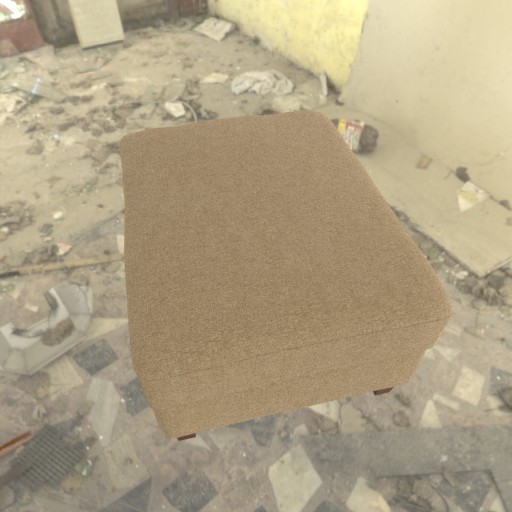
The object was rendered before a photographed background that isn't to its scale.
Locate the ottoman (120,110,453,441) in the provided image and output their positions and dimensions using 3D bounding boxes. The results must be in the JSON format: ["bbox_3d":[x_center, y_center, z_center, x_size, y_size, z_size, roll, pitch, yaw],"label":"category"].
[{"bbox_3d":[0.000,0.000,1.308,0.692,0.511,0.889,-10,48,-9],"label":"ottoman"}]
